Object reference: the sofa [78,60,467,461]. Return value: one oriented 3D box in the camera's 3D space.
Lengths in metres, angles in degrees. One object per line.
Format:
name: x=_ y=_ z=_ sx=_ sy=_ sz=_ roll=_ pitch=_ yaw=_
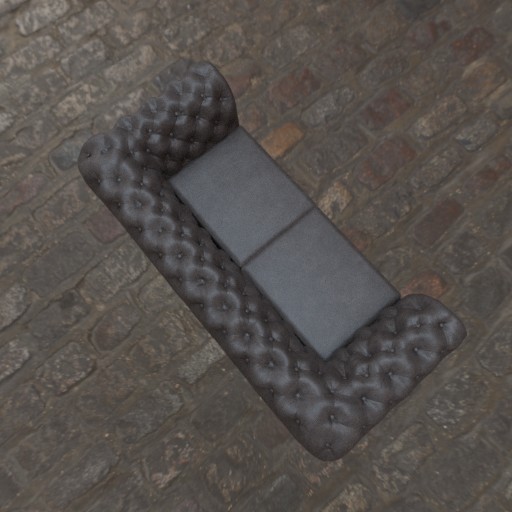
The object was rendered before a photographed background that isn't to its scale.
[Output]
sofa: x=0.000 y=0.000 z=2.503 sx=0.944 sy=0.779 sz=2.048 roll=-39 pitch=78 yaw=-10
